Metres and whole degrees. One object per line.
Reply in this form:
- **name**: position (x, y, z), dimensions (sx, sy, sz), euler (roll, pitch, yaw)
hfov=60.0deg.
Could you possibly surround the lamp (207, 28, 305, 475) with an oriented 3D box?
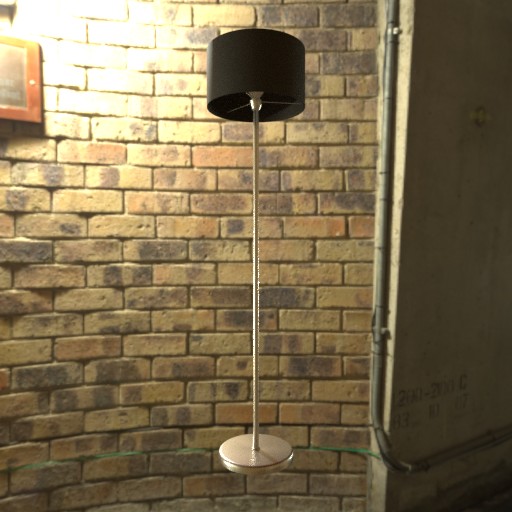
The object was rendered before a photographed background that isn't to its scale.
- **lamp**: position (0.000, 0.000, 1.585), dimensions (0.348, 1.443, 0.348), euler (0, 1, 20)
